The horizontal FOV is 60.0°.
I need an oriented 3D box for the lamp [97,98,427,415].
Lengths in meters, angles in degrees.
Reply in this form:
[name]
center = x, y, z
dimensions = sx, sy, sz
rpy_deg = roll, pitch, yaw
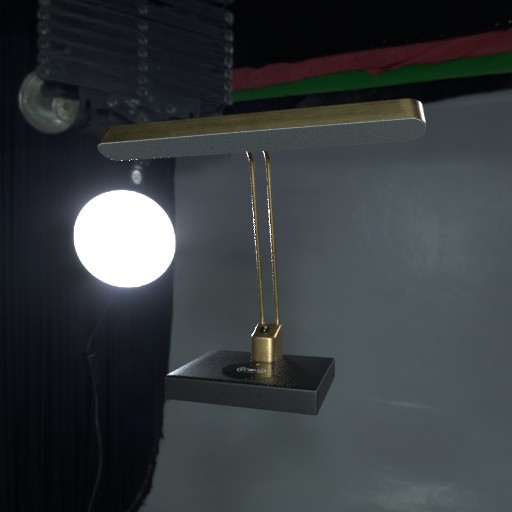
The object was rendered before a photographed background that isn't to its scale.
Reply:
[lamp]
center = 0.000, 0.000, 0.581
dimensions = 0.412, 0.345, 0.156
rpy_deg = 0, 1, 17
